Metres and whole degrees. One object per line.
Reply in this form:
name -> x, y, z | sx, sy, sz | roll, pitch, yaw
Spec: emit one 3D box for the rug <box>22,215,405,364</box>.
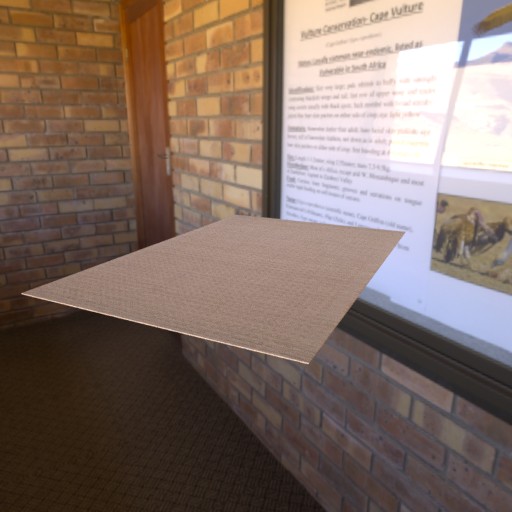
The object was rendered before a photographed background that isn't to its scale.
rug -> 0.000, 0.000, 3.713 | 1.981, 0.006, 2.895 | 8, 18, 25
